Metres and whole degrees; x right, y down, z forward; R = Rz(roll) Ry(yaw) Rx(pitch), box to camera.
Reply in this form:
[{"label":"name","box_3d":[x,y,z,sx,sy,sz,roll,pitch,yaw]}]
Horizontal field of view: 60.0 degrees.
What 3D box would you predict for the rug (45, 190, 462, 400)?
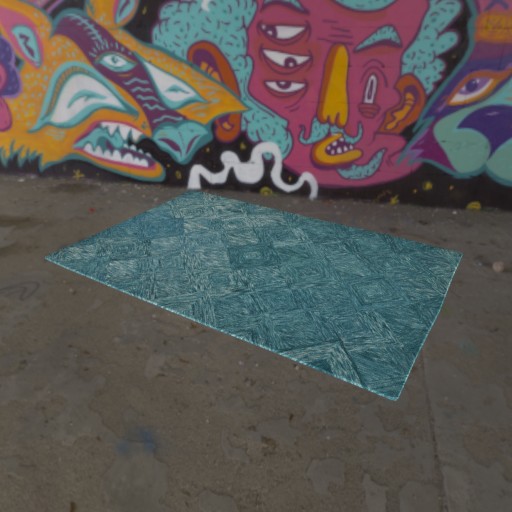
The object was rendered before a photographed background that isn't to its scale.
[{"label":"rug","box_3d":[0.000,0.000,2.171,1.728,0.017,1.136,16,32,28]}]
